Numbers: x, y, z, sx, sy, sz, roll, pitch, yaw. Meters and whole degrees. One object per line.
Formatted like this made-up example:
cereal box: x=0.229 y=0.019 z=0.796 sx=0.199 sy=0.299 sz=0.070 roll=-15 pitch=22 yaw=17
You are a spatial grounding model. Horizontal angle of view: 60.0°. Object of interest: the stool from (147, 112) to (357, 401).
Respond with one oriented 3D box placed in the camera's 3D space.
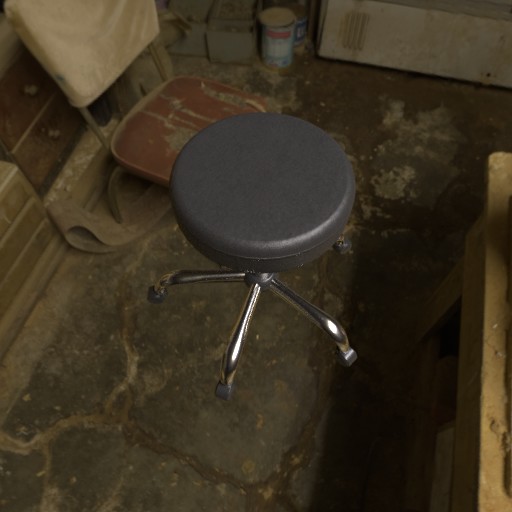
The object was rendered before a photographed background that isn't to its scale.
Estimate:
stool: x=0.000 y=0.000 z=1.167 sx=0.673 sy=0.576 sz=0.638 roll=15 pitch=59 yaw=9
